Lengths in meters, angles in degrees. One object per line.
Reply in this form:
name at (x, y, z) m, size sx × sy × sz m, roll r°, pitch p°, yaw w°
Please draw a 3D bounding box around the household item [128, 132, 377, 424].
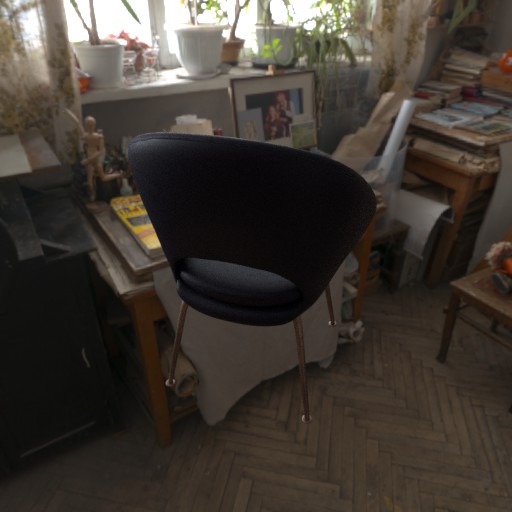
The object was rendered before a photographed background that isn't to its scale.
household item at (0.000, 0.000, 1.281) m, size 0.623 × 0.852 × 0.573 m, roll 10°, pitch 33°, yaw 15°
